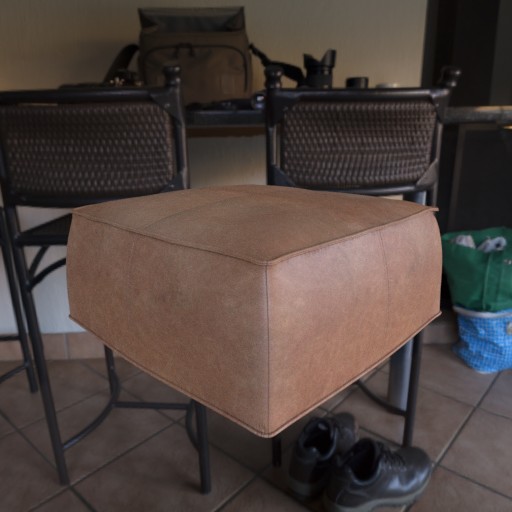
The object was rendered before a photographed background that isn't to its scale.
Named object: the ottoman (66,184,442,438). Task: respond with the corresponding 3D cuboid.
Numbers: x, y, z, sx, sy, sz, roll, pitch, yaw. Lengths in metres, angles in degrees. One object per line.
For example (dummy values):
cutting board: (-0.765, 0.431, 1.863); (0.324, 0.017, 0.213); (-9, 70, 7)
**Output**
ottoman: (0.000, 0.000, 1.376); (0.902, 0.395, 0.901); (14, 21, 41)
